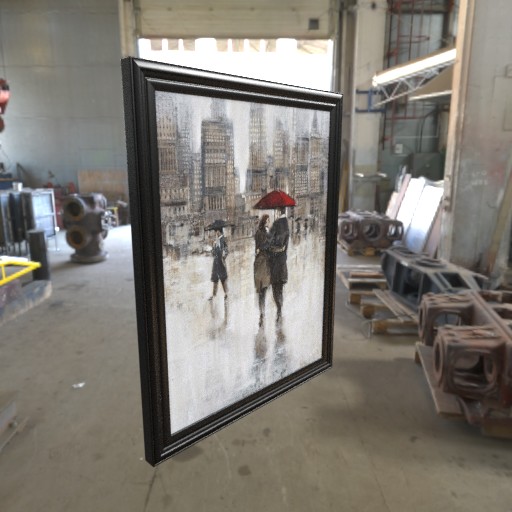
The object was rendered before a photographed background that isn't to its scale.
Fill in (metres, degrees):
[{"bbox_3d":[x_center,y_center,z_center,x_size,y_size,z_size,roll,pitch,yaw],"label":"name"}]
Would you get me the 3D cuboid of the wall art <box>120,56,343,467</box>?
[{"bbox_3d":[0.000,0.000,1.593,0.053,1.194,0.950,12,17,44],"label":"wall art"}]
